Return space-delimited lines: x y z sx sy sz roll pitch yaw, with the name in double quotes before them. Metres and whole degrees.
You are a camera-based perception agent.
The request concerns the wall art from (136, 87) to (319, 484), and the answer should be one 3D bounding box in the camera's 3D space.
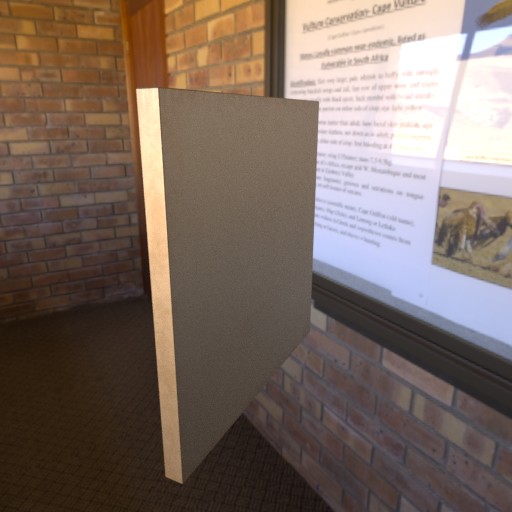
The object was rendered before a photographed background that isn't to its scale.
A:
"wall art" 0.000 0.000 0.747 0.030 0.506 0.503 9 19 25
